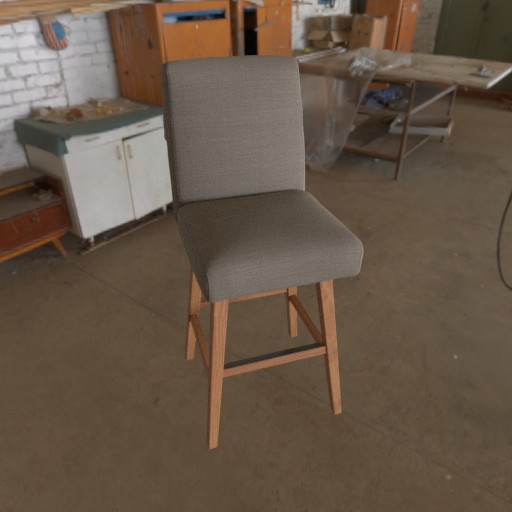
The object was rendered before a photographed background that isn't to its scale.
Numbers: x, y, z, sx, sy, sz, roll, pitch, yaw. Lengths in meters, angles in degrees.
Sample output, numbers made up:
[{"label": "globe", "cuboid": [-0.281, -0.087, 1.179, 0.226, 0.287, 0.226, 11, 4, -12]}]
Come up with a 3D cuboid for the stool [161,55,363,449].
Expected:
[{"label": "stool", "cuboid": [0.000, 0.000, 1.416, 0.483, 1.112, 0.570, -9, 33, -15]}]
